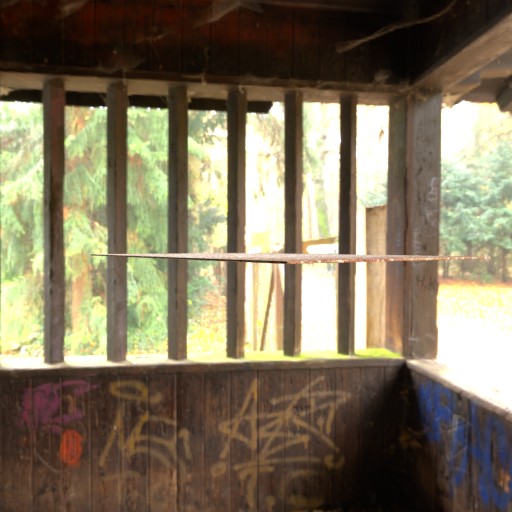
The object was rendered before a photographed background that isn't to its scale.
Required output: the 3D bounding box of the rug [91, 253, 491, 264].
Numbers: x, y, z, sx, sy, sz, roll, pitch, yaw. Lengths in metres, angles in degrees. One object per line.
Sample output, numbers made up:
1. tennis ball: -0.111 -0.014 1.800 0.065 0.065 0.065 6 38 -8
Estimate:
1. rug: 0.000 0.000 3.043 1.517 0.011 2.435 -1 1 -36
